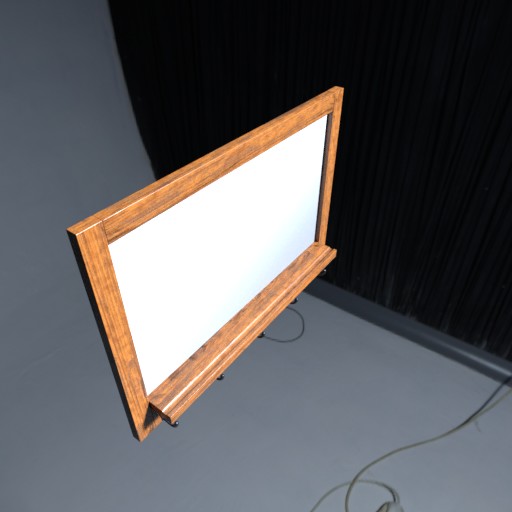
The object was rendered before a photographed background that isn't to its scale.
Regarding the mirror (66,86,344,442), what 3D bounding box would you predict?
[{"bbox_3d":[0.000,0.000,0.991,0.084,0.537,0.758,25,45,28],"label":"mirror"}]
